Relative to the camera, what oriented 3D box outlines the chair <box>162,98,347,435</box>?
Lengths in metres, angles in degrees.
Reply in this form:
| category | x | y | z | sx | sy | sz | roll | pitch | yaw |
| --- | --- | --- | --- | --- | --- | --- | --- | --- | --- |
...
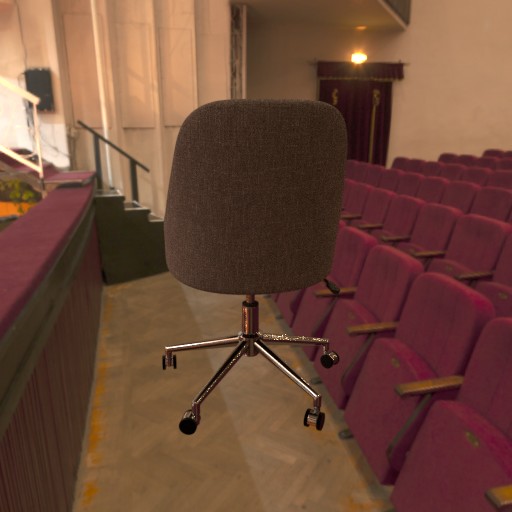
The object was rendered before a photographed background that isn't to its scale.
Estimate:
| category | x | y | z | sx | sy | sz | roll | pitch | yaw |
| --- | --- | --- | --- | --- | --- | --- | --- | --- | --- |
| chair | 0.000 | 0.000 | 1.478 | 0.671 | 0.950 | 0.712 | -3 | 16 | -9 |
